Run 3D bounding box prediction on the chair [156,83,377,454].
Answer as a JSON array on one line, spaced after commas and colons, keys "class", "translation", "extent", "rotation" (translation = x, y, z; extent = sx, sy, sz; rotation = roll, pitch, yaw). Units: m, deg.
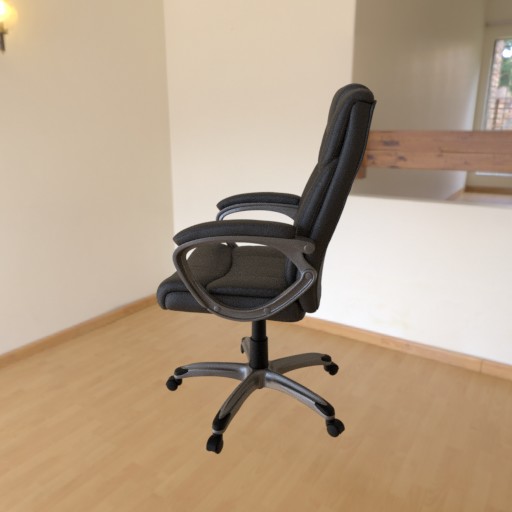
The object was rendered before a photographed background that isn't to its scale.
[{"class": "chair", "translation": [0.000, 0.000, 1.578], "extent": [0.719, 1.130, 0.721], "rotation": [2, 16, 8]}]
